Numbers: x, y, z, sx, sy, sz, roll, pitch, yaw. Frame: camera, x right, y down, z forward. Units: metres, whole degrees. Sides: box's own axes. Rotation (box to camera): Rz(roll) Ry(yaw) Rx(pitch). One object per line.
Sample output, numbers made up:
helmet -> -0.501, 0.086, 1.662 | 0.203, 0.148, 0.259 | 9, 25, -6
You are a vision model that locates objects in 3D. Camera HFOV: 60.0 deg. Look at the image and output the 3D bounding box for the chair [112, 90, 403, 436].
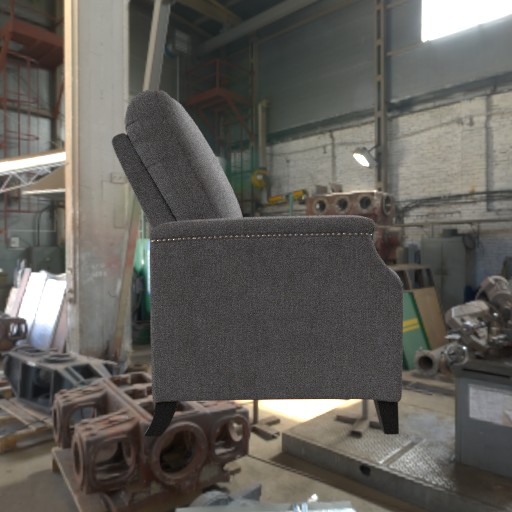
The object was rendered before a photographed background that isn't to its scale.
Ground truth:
chair -> 0.000, 0.000, 1.637 | 0.922, 1.049, 0.710 | 0, 1, -1
